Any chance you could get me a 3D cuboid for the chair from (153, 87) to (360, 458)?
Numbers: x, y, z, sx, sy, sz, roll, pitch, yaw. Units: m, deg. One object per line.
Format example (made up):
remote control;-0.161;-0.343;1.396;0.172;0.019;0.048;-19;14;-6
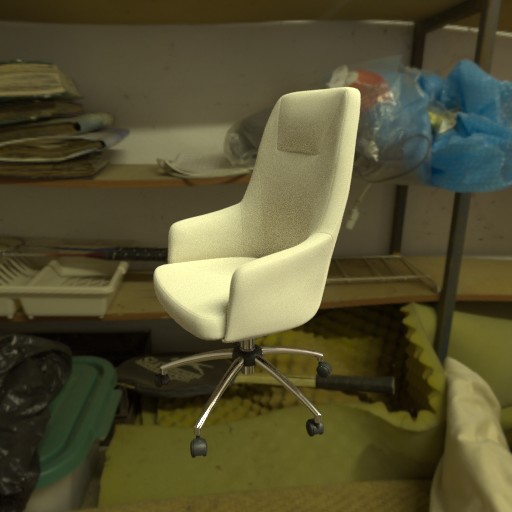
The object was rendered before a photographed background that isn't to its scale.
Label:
chair;0.000;0.000;1.467;0.640;1.049;0.620;-8;19;-26
